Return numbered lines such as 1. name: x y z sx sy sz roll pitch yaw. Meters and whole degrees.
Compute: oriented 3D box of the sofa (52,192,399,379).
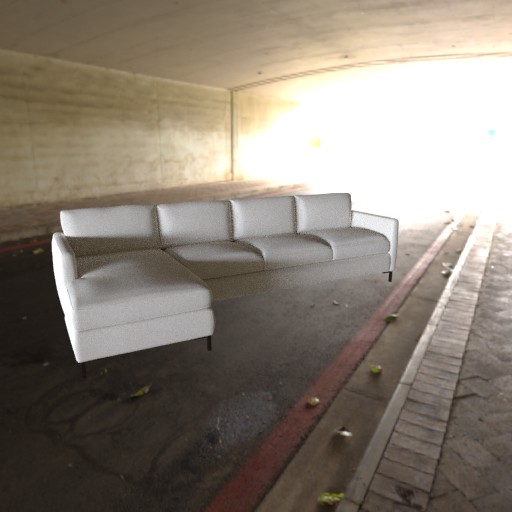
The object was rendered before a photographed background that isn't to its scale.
1. sofa: 0.000 0.000 3.875 3.186 0.875 1.467 -7 16 -27
